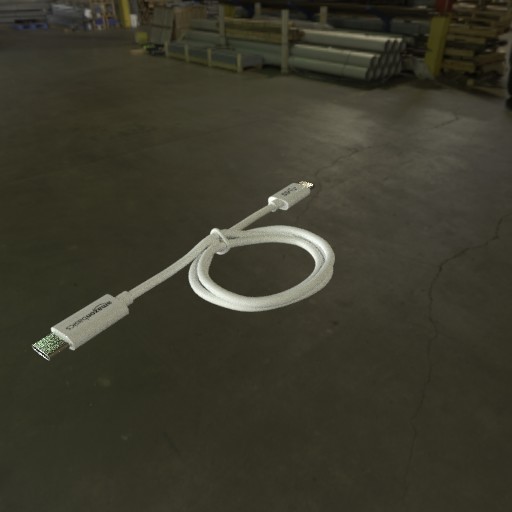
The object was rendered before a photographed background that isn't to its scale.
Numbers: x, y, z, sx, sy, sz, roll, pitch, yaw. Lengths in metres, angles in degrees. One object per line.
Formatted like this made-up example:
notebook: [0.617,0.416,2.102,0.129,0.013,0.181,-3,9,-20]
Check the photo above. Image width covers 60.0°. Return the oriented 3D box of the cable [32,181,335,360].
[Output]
cable: [0.000,0.000,0.207,0.070,0.014,0.186,21,38,30]
